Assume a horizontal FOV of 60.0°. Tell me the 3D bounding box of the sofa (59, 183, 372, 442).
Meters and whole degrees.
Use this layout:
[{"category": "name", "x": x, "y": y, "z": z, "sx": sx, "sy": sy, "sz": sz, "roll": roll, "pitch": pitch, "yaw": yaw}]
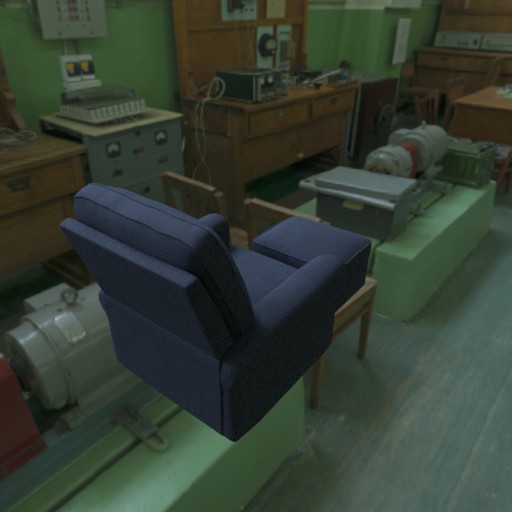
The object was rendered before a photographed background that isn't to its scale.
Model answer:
[{"category": "sofa", "x": 0.000, "y": 0.000, "z": 2.109, "sx": 0.880, "sy": 0.959, "sz": 1.478, "roll": 22, "pitch": 36, "yaw": 33}]
